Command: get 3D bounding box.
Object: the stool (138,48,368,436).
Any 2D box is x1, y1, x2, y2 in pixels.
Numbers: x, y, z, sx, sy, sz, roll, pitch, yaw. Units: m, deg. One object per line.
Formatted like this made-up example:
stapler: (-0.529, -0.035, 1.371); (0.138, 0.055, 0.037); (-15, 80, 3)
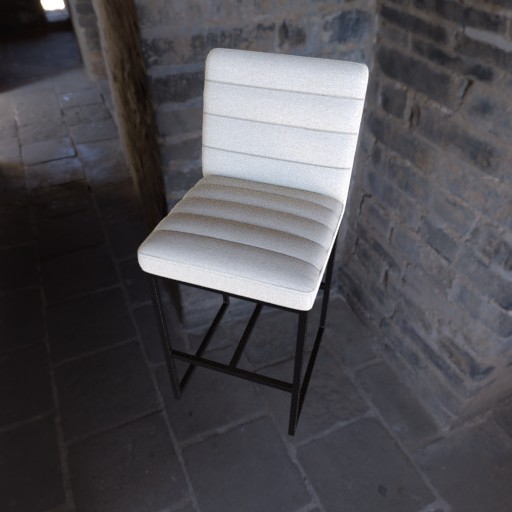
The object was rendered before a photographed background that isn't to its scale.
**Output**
stool: (0.000, 0.000, 1.357); (0.460, 1.040, 0.560); (12, 43, 14)
